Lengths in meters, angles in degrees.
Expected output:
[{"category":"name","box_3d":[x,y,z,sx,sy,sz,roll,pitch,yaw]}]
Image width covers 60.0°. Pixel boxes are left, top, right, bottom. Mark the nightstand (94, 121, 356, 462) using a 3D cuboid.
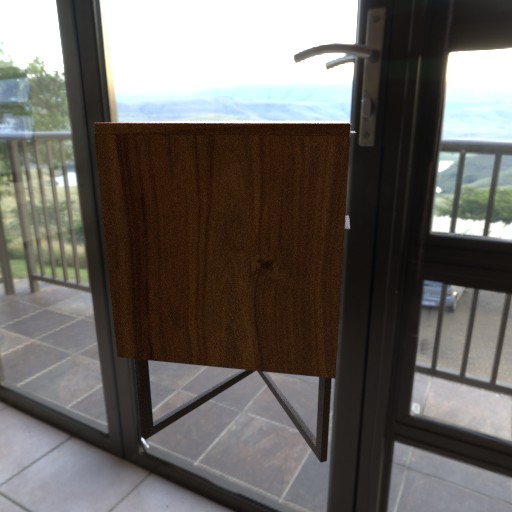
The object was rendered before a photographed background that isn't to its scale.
[{"category":"nightstand","box_3d":[0.000,0.000,1.061,0.427,0.615,0.613,3,17,10]}]
